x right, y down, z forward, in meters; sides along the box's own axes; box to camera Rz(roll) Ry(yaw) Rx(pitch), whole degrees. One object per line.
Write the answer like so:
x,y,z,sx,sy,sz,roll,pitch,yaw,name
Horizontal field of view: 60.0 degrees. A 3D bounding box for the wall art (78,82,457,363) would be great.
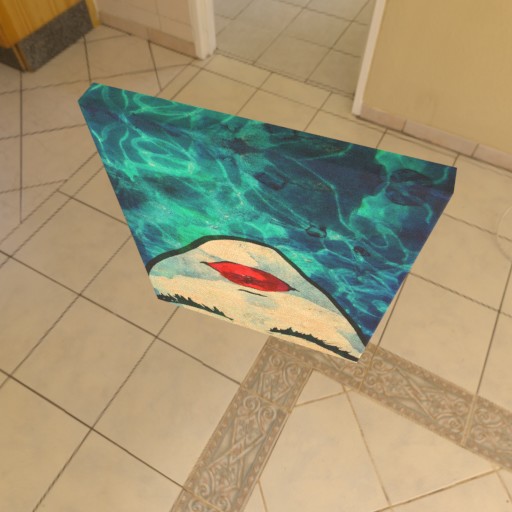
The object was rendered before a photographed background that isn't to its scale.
0.000,0.000,0.705,0.432,0.508,0.038,16,59,10,wall art
